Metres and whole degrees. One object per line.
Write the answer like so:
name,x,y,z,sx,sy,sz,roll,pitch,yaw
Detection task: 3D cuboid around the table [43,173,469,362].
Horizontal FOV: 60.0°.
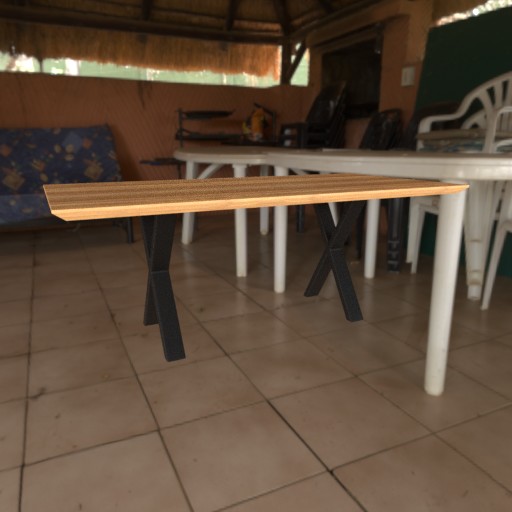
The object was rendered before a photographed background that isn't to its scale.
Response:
table,0.000,0.000,2.421,2.000,0.770,1.000,-7,16,-25
